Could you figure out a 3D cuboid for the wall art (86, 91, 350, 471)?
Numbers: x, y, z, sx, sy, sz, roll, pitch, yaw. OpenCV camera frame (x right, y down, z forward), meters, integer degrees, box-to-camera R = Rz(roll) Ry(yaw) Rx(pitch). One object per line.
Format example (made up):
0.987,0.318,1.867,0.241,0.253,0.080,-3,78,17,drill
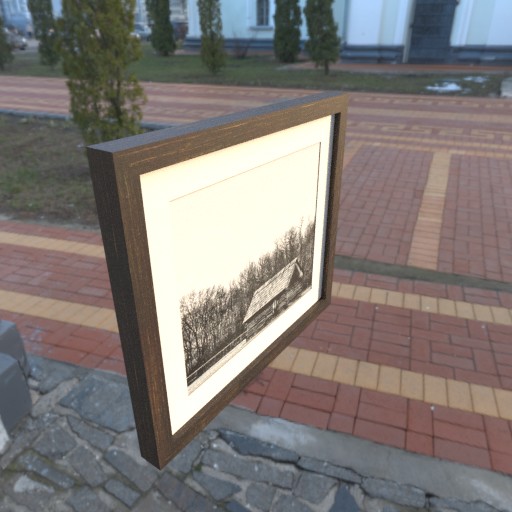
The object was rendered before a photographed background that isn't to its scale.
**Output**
0.000,0.000,0.527,0.031,0.330,0.381,18,33,31,wall art
